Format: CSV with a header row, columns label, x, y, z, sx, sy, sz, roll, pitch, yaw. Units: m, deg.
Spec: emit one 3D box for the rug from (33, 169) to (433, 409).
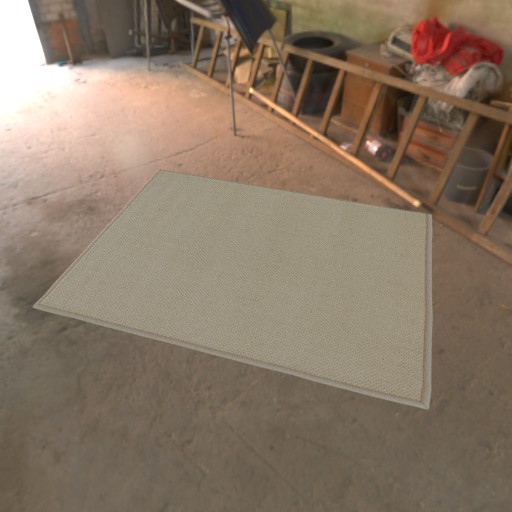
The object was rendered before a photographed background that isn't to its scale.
label,x,y,z,sx,sy,sz,roll,pitch,yaw
rug,0.000,0.000,2.723,2.081,0.020,1.525,11,43,13
